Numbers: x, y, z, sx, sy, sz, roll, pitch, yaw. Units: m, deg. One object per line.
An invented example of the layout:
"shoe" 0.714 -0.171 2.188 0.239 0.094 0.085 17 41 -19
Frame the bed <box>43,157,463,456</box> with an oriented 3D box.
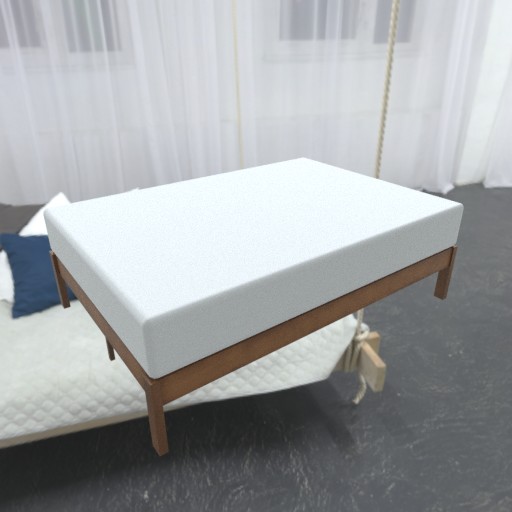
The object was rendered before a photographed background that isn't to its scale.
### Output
"bed" 0.000 0.000 2.570 1.927 0.616 1.348 -18 32 -32
